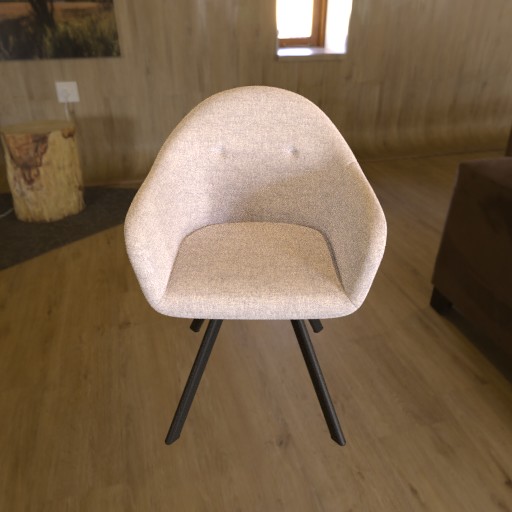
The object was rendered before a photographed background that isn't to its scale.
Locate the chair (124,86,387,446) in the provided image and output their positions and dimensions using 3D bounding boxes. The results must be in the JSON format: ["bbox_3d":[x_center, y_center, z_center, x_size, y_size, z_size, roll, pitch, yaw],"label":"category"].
[{"bbox_3d":[0.000,0.000,1.179,0.540,0.780,0.570,0,29,0],"label":"chair"}]
